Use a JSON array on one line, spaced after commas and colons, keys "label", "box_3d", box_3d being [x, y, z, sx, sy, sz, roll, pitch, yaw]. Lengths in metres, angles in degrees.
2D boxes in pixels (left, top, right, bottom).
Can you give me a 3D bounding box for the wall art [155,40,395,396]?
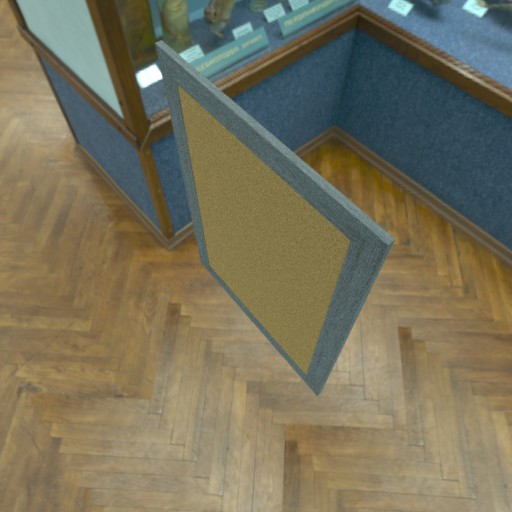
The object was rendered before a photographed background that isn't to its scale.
[{"label": "wall art", "box_3d": [0.000, 0.000, 1.404, 0.020, 1.070, 0.768, -35, 65, -19]}]
